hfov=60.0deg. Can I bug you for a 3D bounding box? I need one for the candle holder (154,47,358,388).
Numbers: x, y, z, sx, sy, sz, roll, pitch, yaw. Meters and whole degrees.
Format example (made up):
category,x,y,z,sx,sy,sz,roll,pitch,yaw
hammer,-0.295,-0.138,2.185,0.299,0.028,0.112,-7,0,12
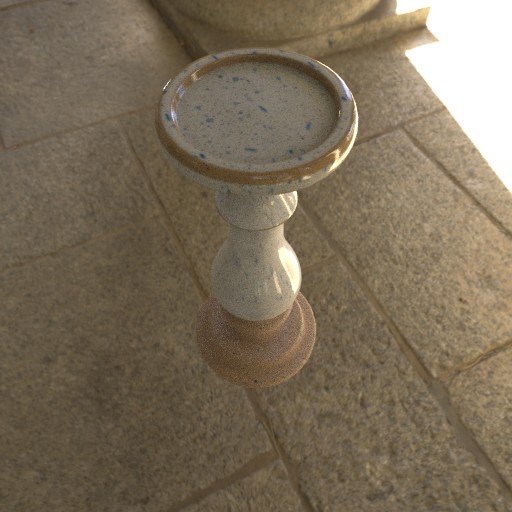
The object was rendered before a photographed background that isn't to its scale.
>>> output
category,x,y,z,sx,sy,sz,roll,pitch,yaw
candle holder,0.000,0.000,0.247,0.088,0.203,0.088,0,56,0
